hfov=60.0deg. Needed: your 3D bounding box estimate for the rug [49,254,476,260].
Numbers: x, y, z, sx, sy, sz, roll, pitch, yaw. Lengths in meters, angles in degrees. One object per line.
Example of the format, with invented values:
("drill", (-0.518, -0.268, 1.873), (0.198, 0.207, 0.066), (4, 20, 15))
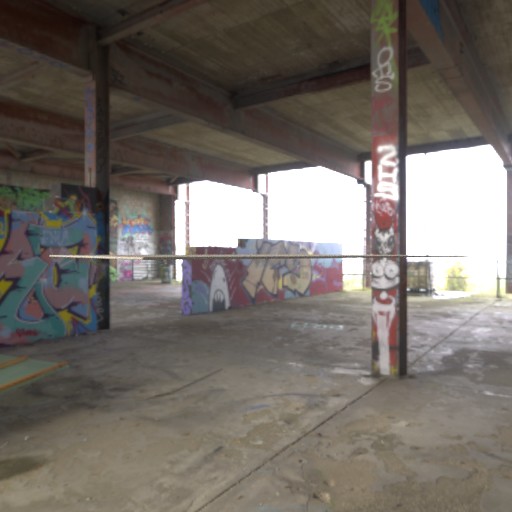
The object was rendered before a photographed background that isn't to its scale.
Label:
("rug", (0.000, 0.000, 4.044), (3.050, 0.015, 2.441), (0, 0, -35))
